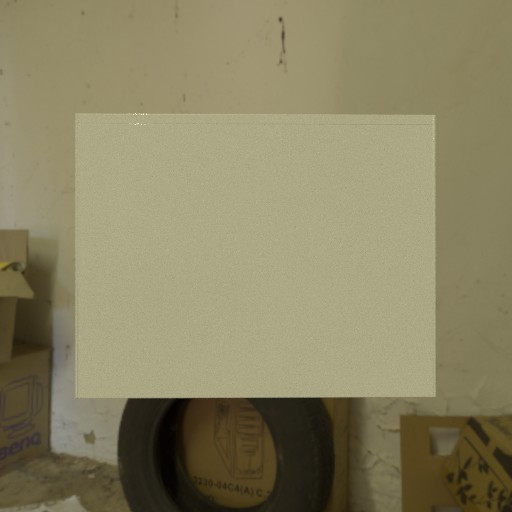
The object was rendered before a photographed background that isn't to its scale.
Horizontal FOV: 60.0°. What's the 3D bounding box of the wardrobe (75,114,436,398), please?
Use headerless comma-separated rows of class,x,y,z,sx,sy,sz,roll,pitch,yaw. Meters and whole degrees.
wardrobe,0.000,0.000,3.982,3.000,2.360,0.580,0,0,-1
